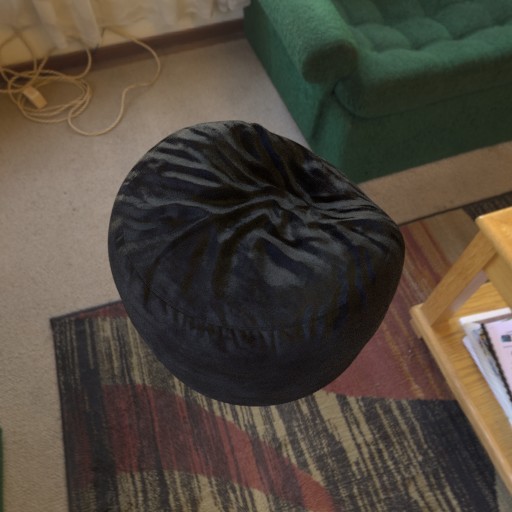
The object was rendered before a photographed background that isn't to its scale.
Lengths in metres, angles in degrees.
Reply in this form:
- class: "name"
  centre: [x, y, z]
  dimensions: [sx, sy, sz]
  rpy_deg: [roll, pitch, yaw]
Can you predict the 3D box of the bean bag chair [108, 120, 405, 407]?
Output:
- class: "bean bag chair"
  centre: [0.000, 0.000, 1.508]
  dimensions: [0.918, 0.616, 0.918]
  rpy_deg: [0, 59, 0]
